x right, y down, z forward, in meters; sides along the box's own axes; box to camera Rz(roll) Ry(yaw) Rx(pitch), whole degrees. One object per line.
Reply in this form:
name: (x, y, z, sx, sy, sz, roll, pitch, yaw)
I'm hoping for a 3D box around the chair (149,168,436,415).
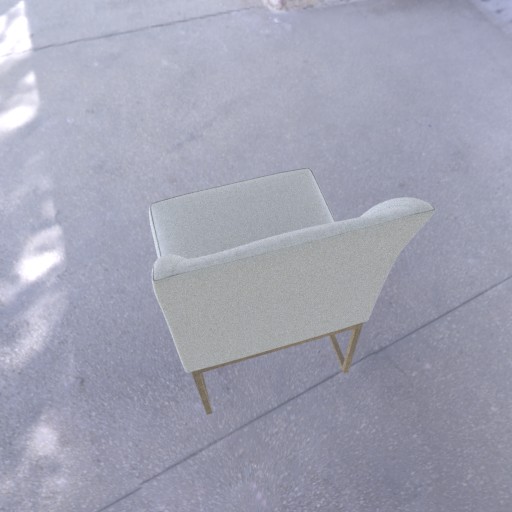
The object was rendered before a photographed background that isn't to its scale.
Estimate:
chair: (0.000, 0.000, 1.172, 0.508, 0.863, 0.522, -14, 60, -8)
